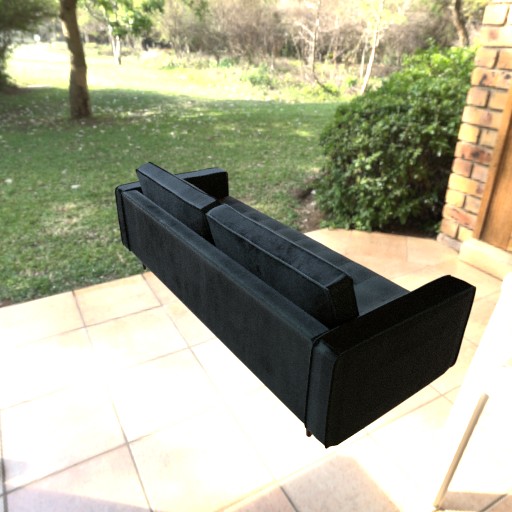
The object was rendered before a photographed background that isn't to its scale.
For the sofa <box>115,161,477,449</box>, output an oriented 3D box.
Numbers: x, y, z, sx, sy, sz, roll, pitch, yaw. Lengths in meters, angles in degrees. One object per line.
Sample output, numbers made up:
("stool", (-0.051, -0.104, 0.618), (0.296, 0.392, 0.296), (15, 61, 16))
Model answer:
("sofa", (0.000, 0.000, 2.593), (0.886, 0.781, 2.214), (-18, 33, -31))
